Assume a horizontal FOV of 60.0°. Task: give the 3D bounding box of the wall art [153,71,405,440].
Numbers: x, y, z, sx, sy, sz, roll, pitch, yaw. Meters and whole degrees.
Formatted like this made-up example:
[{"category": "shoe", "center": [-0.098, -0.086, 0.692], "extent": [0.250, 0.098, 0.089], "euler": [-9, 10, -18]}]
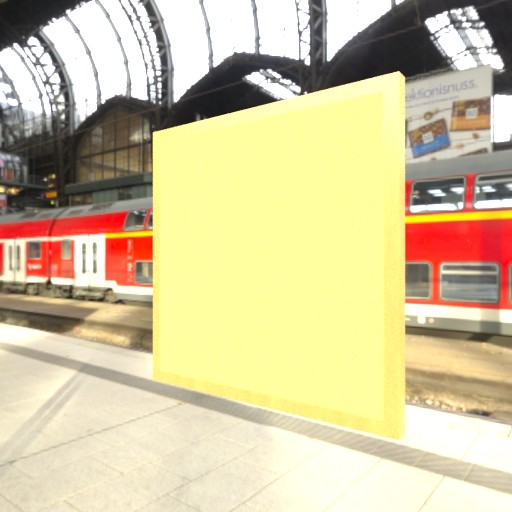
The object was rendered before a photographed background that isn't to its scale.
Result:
[{"category": "wall art", "center": [0.000, 0.000, 2.937], "extent": [1.935, 1.936, 0.097], "euler": [0, 0, 36]}]
